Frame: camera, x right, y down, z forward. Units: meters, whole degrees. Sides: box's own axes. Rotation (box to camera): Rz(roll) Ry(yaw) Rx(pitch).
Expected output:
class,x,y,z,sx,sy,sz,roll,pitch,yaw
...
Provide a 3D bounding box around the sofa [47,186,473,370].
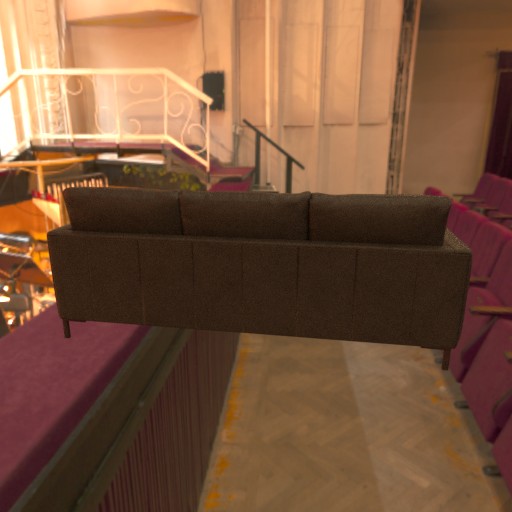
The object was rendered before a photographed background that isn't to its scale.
class,x,y,z,sx,sy,sz,roll,pitch,yaw
sofa,0.000,0.000,2.436,2.029,0.805,0.748,3,17,9
